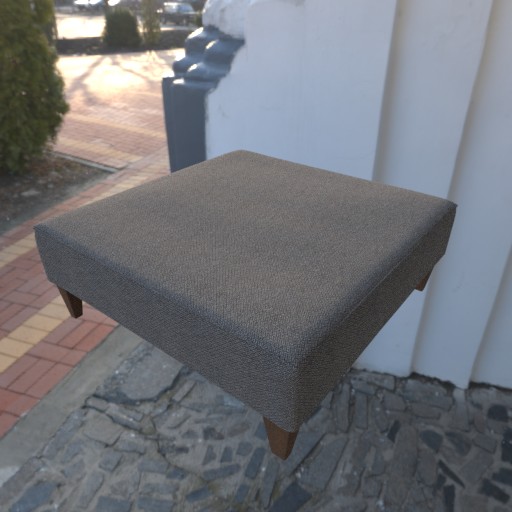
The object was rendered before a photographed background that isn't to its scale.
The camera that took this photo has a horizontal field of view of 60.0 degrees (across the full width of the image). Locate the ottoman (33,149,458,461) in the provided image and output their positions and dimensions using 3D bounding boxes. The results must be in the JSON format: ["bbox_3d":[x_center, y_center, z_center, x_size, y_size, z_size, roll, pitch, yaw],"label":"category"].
[{"bbox_3d":[0.000,0.000,1.478,0.970,0.378,0.981,22,37,32],"label":"ottoman"}]
